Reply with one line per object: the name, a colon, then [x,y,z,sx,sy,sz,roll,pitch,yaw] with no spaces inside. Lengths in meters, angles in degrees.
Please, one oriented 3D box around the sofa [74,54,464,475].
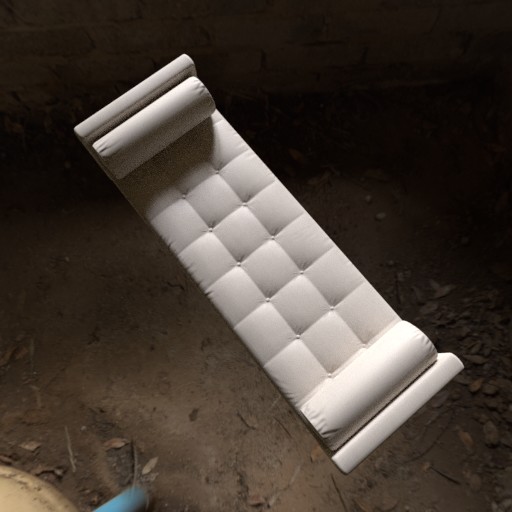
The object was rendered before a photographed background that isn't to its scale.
sofa: [0.000,0.000,2.286,0.686,0.635,1.981,-38,79,-9]
